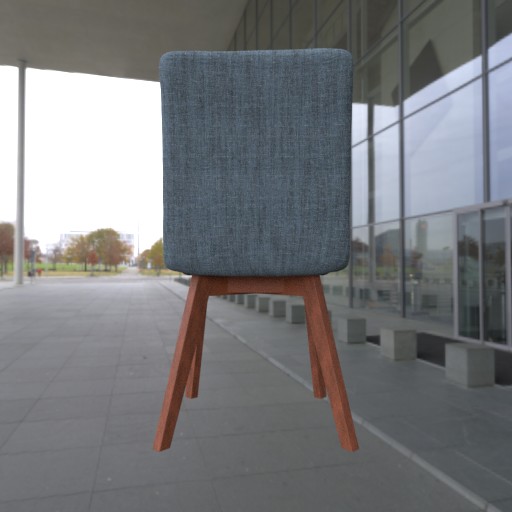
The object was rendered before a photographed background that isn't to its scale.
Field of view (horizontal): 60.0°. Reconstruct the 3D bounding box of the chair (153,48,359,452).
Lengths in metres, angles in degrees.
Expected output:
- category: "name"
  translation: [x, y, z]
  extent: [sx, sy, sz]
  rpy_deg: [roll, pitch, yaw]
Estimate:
- category: "chair"
  translation: [0.000, 0.000, 1.295]
  extent: [0.522, 0.974, 0.563]
  rpy_deg: [0, -1, 0]
